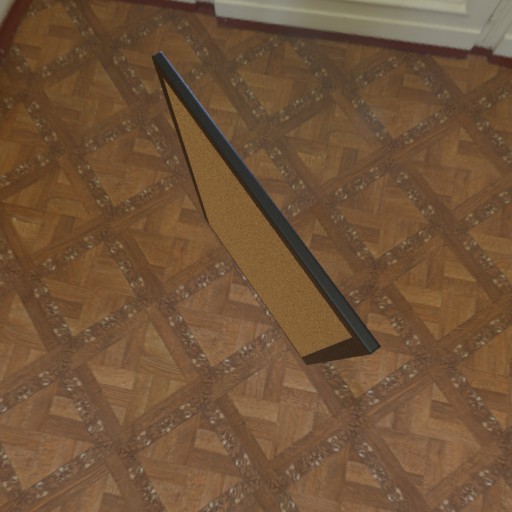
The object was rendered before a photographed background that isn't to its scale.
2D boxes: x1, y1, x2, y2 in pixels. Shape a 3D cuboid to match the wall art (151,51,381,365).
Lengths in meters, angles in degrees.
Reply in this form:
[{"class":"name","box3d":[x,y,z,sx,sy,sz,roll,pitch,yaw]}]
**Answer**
[{"class":"wall art","box3d":[0.000,0.000,0.870,0.016,0.657,0.480,-34,78,-8]}]
